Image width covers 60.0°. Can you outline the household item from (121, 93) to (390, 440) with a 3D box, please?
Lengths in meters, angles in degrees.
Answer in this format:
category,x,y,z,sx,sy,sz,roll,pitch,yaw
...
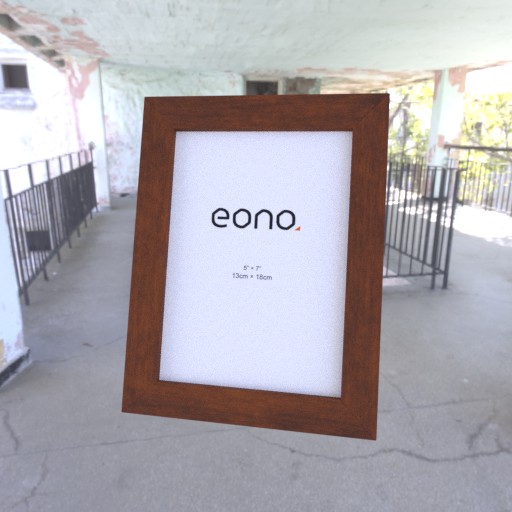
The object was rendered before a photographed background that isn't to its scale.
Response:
category,x,y,z,sx,sy,sz,roll,pitch,yaw
household item,0.000,0.000,0.293,0.160,0.204,0.096,3,16,10
